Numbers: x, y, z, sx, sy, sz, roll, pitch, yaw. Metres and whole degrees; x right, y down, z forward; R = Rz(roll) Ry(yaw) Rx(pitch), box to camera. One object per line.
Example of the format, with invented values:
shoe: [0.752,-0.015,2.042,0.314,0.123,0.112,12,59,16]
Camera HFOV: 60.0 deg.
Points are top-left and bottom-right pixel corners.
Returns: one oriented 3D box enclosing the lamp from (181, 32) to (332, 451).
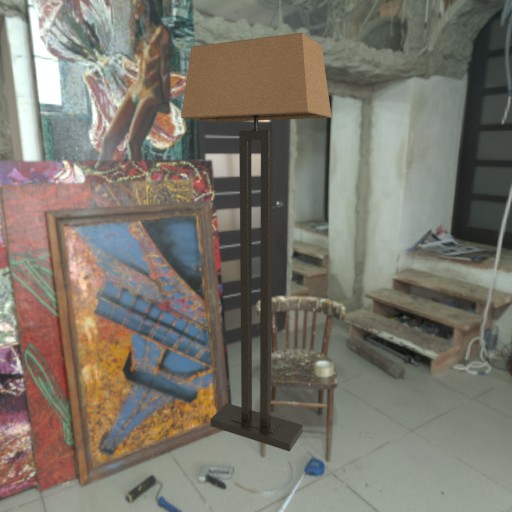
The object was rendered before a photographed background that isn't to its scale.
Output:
lamp: [0.000,0.000,1.665,0.475,1.469,0.233,7,15,26]
